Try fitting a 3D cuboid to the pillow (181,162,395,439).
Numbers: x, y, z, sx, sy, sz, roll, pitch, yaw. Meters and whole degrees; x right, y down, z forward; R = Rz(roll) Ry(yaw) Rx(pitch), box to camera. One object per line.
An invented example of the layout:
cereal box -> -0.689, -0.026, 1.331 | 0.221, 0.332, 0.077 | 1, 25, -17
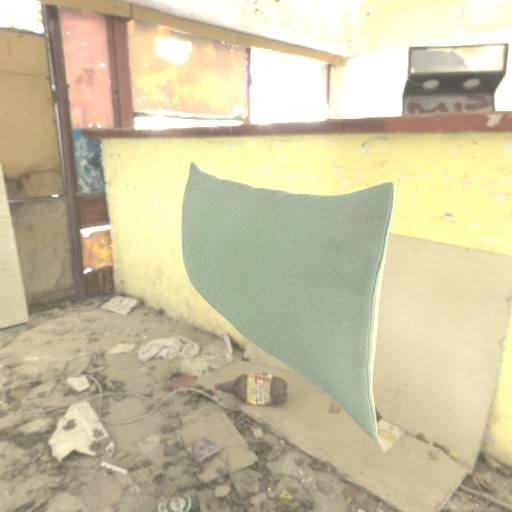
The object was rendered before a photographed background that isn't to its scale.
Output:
pillow -> 0.000, 0.000, 0.726 | 0.151, 0.287, 0.610 | -7, 16, -25
